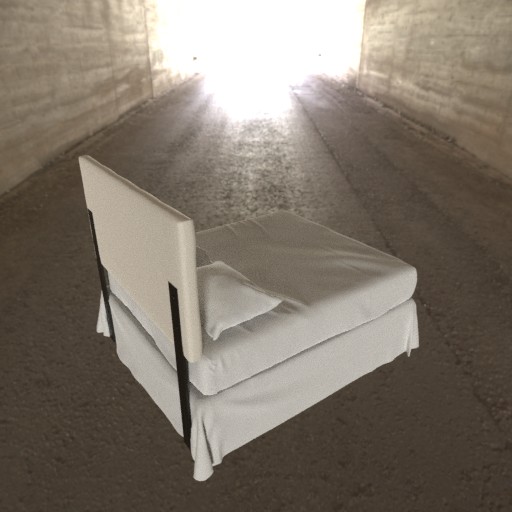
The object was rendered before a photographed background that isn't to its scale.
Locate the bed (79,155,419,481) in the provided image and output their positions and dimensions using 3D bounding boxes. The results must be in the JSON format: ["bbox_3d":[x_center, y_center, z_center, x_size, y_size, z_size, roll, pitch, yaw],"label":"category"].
[{"bbox_3d":[0.000,0.000,3.526,2.222,1.577,1.936,-17,31,-32],"label":"bed"}]
